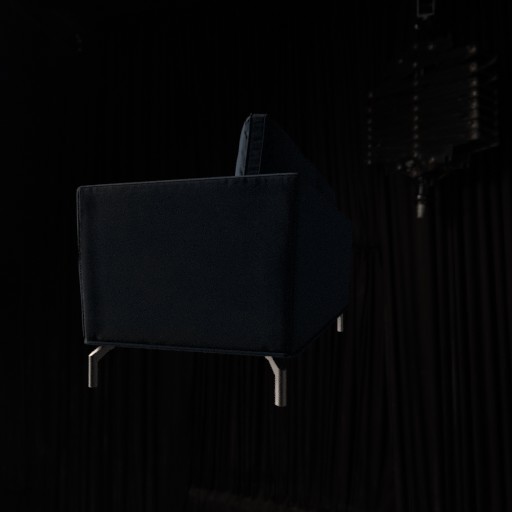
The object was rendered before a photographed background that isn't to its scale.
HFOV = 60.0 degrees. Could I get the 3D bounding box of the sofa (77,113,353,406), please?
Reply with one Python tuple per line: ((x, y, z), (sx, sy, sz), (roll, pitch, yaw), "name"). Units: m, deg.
((0.000, 0.000, 2.344), (0.853, 1.002, 1.770), (0, -1, 17), "sofa")
